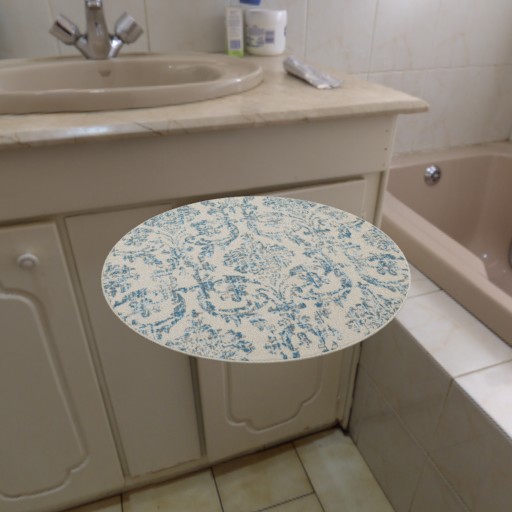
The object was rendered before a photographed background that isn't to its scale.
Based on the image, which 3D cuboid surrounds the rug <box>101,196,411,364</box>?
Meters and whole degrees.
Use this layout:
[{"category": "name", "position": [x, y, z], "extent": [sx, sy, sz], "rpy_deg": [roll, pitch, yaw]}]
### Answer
[{"category": "rug", "position": [0.000, 0.000, 2.379], "extent": [1.593, 0.012, 1.593], "rpy_deg": [0, 31, 0]}]
